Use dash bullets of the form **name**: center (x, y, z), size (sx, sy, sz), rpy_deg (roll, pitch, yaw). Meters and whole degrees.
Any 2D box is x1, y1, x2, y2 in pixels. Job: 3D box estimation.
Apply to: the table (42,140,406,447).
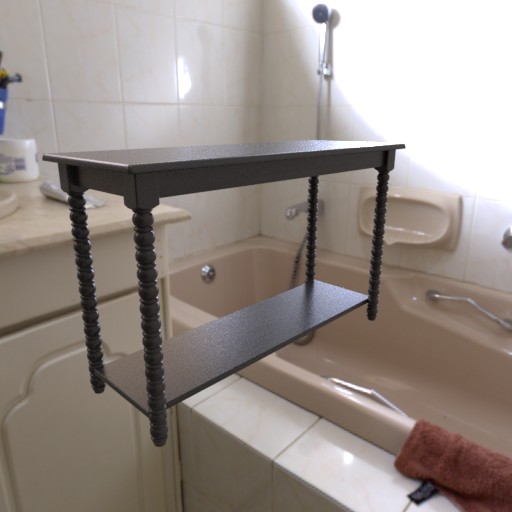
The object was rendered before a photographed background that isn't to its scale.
- **table**: center (0.000, 0.000, 1.545), size (0.459, 0.735, 1.184), rpy_deg (16, 23, 42)
